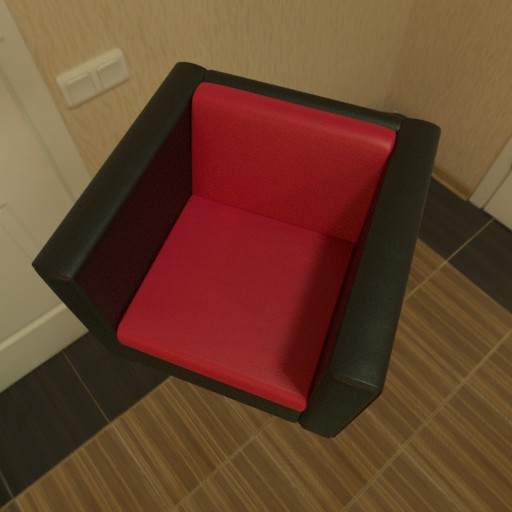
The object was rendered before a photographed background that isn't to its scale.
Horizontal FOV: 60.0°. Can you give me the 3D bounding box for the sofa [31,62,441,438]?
[{"bbox_3d":[0.000,0.000,1.431,0.839,0.724,0.809,18,61,10],"label":"sofa"}]
